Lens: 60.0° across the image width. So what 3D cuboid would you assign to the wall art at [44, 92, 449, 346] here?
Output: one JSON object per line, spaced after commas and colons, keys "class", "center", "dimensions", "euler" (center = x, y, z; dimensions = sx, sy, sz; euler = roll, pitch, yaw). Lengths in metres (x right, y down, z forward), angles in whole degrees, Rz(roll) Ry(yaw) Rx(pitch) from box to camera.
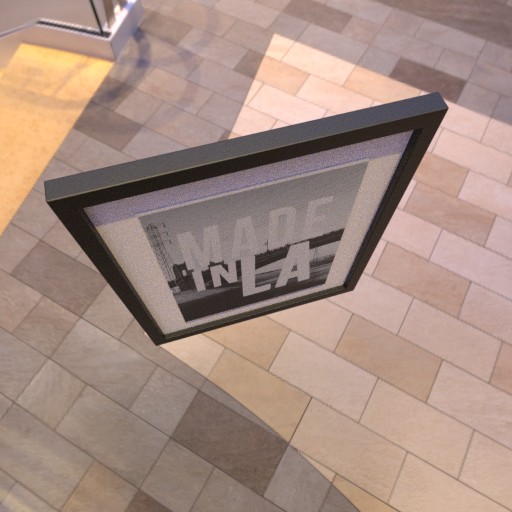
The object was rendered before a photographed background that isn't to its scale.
{"class": "wall art", "center": [0.000, 0.000, 0.738], "dimensions": [0.457, 0.559, 0.028], "euler": [-15, 64, -7]}
